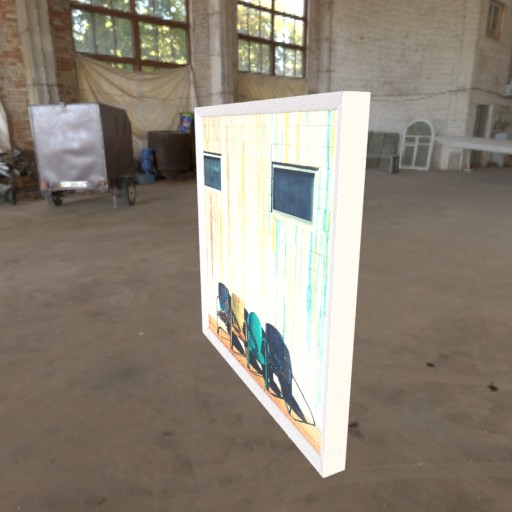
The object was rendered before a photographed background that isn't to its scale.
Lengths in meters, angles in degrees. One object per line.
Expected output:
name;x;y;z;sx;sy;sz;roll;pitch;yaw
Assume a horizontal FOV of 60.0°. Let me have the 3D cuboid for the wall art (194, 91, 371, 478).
wall art;0.000;0.000;0.774;0.037;0.508;0.508;-8;18;-25
